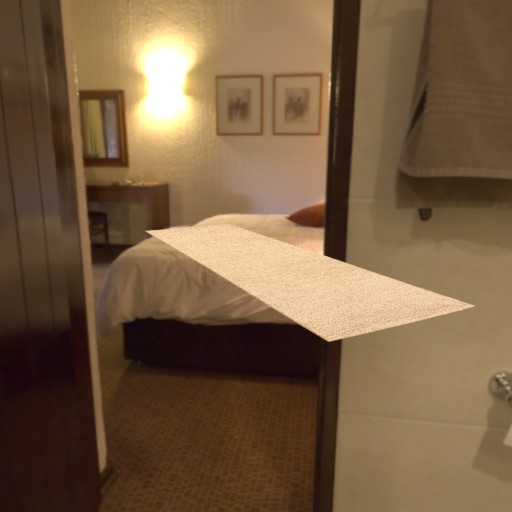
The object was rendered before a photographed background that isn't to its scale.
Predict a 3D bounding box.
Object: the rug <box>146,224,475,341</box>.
[{"bbox_3d":[0.000,0.000,2.582,0.712,0.013,2.346,-7,15,-27],"label":"rug"}]
